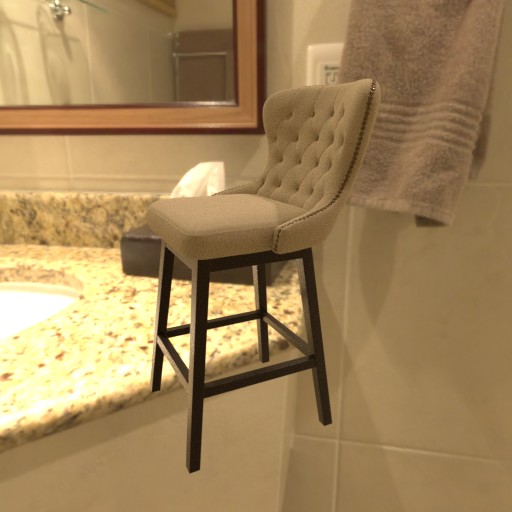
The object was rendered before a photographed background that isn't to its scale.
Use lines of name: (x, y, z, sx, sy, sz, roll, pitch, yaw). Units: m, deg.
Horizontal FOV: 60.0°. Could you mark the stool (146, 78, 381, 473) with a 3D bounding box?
stool: (0.000, 0.000, 1.303, 0.593, 0.971, 0.528, -8, 19, -25)
